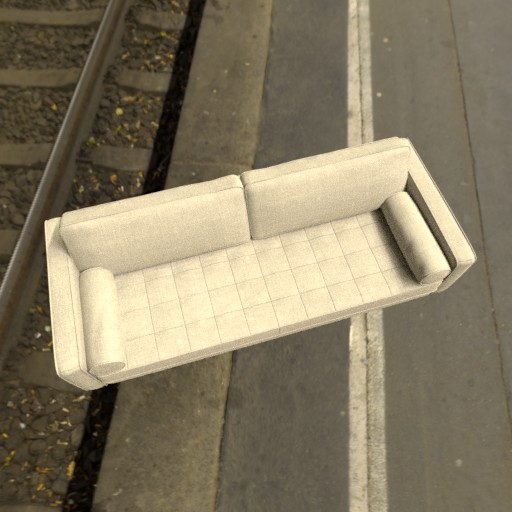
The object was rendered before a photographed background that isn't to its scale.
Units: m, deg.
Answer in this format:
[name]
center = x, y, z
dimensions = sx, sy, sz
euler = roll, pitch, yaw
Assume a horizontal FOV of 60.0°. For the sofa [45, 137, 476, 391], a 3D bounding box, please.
[sofa]
center = 0.000, 0.000, 2.553
dimensions = 2.211, 0.762, 0.914
euler = -14, 64, -7
